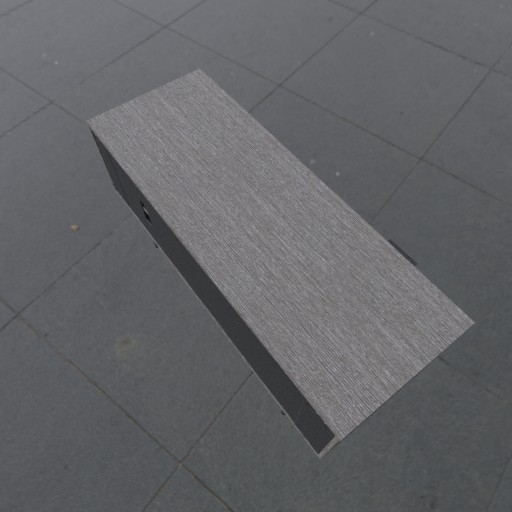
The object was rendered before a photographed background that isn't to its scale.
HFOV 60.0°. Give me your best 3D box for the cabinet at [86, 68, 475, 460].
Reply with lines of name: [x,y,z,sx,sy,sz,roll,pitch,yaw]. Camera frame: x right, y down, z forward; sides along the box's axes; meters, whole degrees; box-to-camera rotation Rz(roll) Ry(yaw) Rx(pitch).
cabinet: [0.000,0.000,1.608,0.500,0.599,1.300,-33,64,-18]
